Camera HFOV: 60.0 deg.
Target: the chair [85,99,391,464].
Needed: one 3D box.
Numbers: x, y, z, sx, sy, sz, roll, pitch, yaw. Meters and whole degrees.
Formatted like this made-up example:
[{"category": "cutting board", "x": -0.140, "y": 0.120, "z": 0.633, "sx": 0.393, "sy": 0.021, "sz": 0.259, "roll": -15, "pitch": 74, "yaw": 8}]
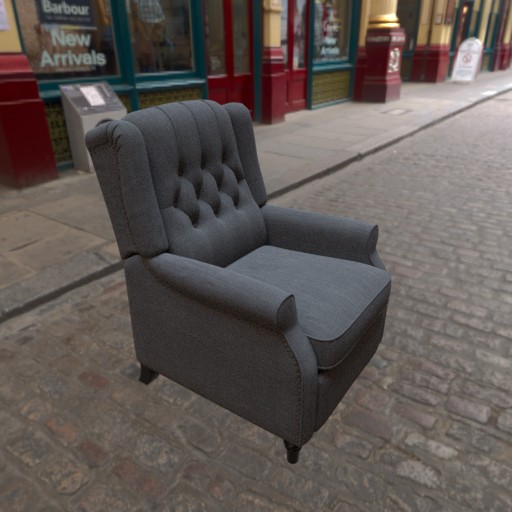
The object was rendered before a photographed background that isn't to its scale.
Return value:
[{"category": "chair", "x": 0.000, "y": 0.000, "z": 1.622, "sx": 0.898, "sy": 1.035, "sz": 0.742, "roll": 16, "pitch": 30, "yaw": 31}]
